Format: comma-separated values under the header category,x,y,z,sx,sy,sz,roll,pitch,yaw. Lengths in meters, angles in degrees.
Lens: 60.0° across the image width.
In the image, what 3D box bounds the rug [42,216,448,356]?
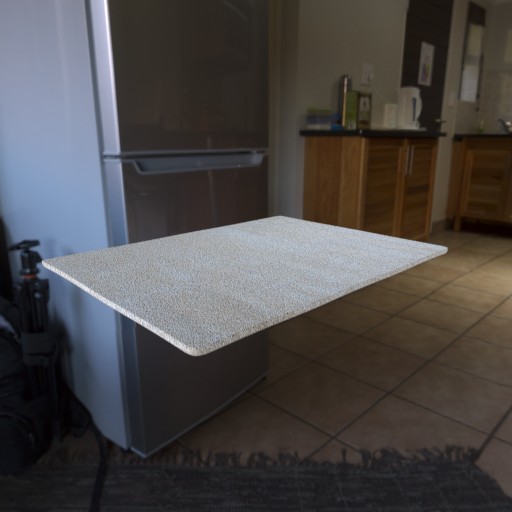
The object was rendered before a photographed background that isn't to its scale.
category,x,y,z,sx,sy,sz,roll,pitch,yaw
rug,0.000,0.000,2.158,1.600,0.025,1.199,-15,22,-41
